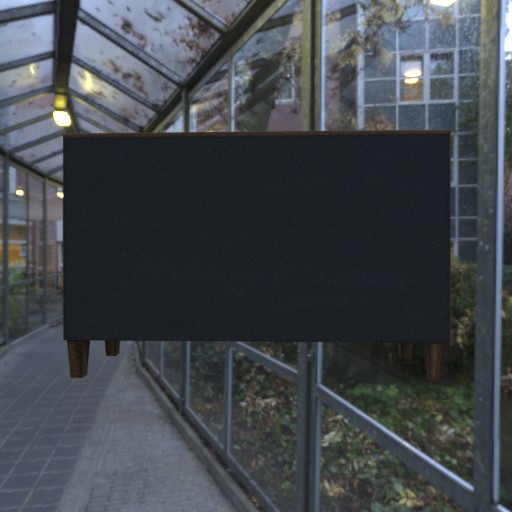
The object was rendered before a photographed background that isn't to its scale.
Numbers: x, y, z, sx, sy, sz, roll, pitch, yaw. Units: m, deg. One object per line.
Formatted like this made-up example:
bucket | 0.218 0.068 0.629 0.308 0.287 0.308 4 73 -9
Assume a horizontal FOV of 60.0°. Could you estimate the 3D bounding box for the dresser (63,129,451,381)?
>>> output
dresser | 0.000 0.000 1.803 1.387 0.892 0.438 0 0 2
